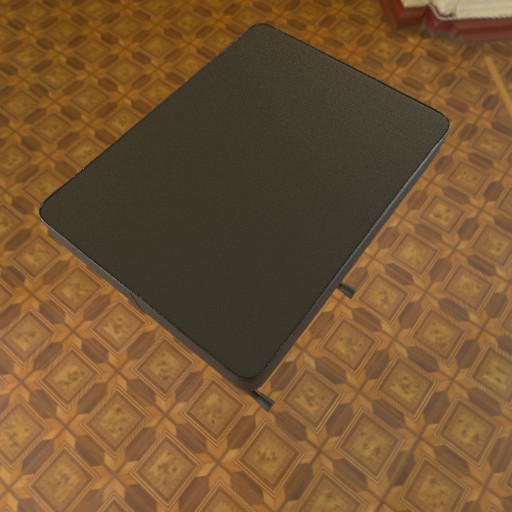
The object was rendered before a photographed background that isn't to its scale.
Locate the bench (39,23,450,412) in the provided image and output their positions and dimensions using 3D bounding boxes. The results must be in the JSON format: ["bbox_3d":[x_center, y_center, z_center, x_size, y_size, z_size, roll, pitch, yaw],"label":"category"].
[{"bbox_3d":[0.000,0.000,0.756,0.321,0.500,0.424,35,69,16],"label":"bench"}]
